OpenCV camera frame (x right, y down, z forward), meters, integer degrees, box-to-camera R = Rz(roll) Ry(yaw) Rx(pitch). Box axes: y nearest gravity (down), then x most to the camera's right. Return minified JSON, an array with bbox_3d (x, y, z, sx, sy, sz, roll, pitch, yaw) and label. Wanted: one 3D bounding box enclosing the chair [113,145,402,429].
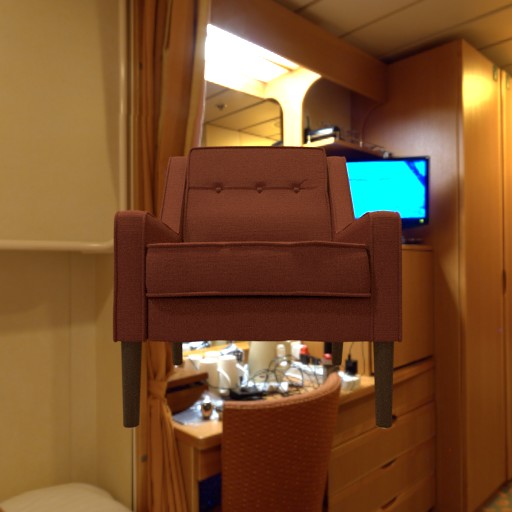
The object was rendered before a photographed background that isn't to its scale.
[{"bbox_3d":[0.000,0.000,1.364,0.680,0.812,0.770,0,-1,0],"label":"chair"}]
